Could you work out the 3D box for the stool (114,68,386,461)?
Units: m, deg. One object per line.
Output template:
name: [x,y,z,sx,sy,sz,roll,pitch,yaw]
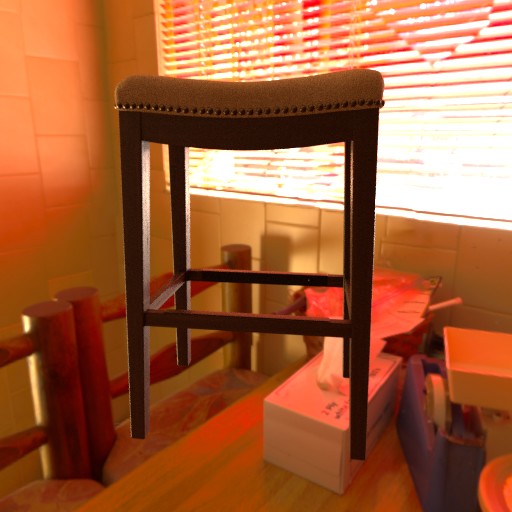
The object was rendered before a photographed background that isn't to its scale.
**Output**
stool: [0.000,0.000,1.027,0.509,0.768,0.363,2,15,8]
